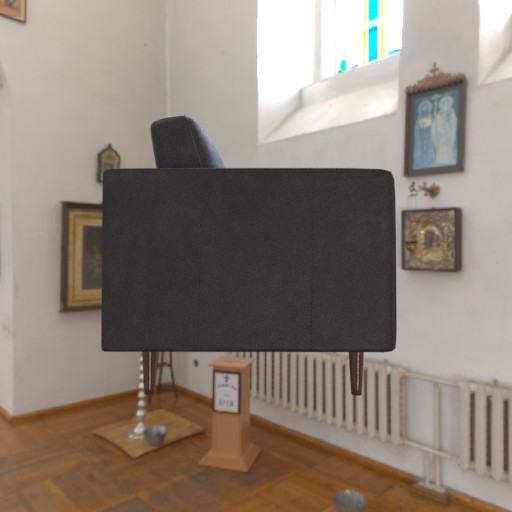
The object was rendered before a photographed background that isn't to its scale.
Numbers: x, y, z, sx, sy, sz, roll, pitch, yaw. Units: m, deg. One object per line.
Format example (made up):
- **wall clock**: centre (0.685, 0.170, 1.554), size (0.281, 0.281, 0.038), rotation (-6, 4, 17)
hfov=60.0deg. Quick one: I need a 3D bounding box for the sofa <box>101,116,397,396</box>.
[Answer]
- **sofa**: centre (0.000, 0.000, 1.987), size (0.879, 0.899, 1.430), rotation (0, -1, 1)
